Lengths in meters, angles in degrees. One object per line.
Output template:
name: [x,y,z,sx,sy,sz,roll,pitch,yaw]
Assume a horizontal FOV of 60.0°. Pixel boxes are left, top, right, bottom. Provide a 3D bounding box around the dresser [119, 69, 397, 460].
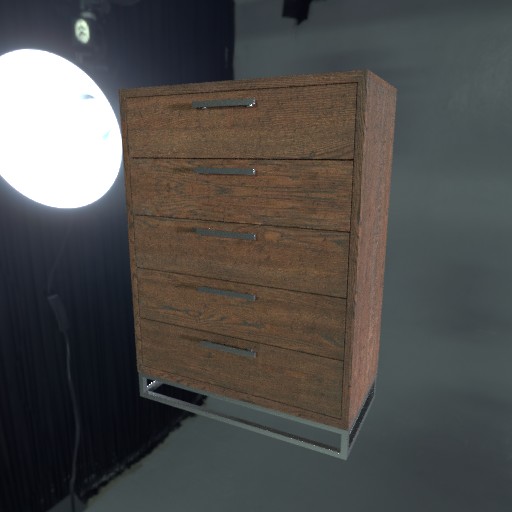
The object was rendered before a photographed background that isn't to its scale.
dresser: [0.000,0.000,1.856,0.965,1.321,0.508,7,15,26]
